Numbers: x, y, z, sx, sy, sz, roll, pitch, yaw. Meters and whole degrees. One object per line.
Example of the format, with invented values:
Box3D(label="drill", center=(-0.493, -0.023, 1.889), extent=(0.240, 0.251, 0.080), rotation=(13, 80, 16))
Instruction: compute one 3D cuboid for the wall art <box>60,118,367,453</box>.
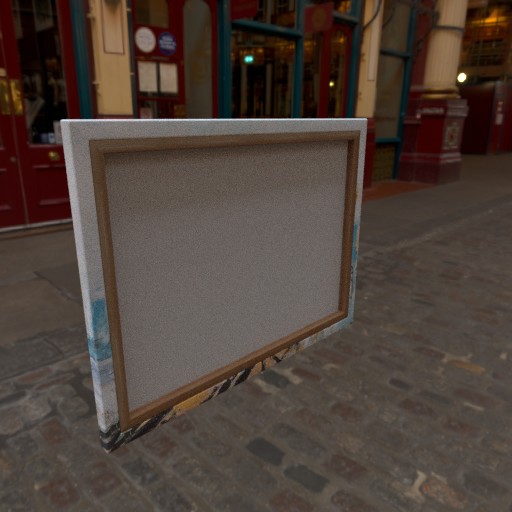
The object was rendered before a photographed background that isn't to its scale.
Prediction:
Box3D(label="wall art", center=(0.000, 0.000, 1.290), extent=(1.016, 0.762, 0.038), rotation=(-16, 23, -42))
